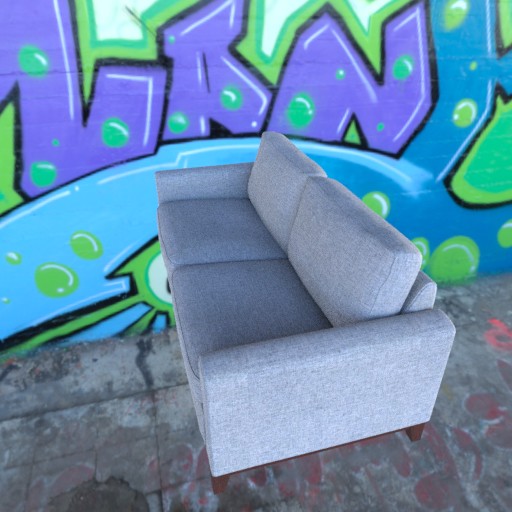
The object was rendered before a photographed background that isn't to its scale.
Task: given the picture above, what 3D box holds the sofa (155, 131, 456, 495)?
[{"bbox_3d":[0.000,0.000,2.385,0.969,0.892,1.978,-8,32,-13],"label":"sofa"}]
